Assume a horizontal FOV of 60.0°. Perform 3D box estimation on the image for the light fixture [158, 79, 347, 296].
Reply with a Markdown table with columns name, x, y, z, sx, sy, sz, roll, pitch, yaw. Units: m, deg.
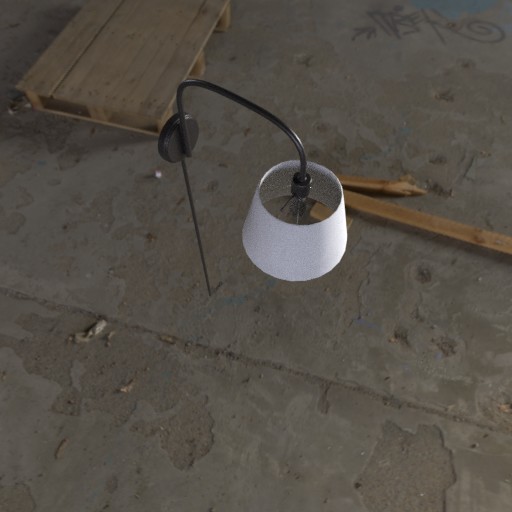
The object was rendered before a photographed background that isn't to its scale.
| name | x | y | z | sx | sy | sz | roll | pitch | yaw |
| --- | --- | --- | --- | --- | --- | --- | --- | --- | --- |
| light fixture | 0.000 | 0.000 | 0.471 | 0.176 | 0.399 | 0.092 | 32 | 64 | 17 |
